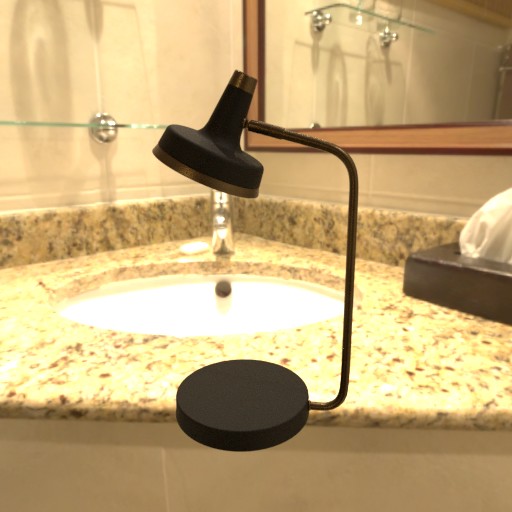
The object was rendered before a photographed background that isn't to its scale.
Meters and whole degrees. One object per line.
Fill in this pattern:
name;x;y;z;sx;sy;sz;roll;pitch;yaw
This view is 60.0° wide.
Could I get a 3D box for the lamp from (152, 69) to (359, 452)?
lamp;0.000;0.000;0.491;0.218;0.385;0.162;3;15;10
